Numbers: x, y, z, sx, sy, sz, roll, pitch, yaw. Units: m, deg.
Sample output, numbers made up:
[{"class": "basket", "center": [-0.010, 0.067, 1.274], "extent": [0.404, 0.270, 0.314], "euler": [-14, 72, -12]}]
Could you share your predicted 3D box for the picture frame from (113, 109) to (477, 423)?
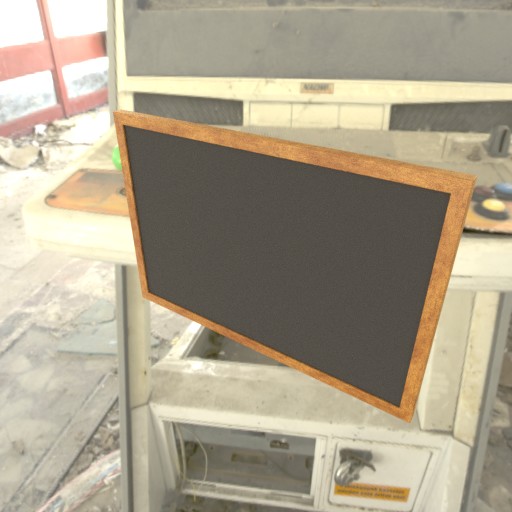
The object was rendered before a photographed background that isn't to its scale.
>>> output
[{"class": "picture frame", "center": [0.000, 0.000, 1.150], "extent": [0.922, 0.621, 0.029], "euler": [19, 36, 29]}]
